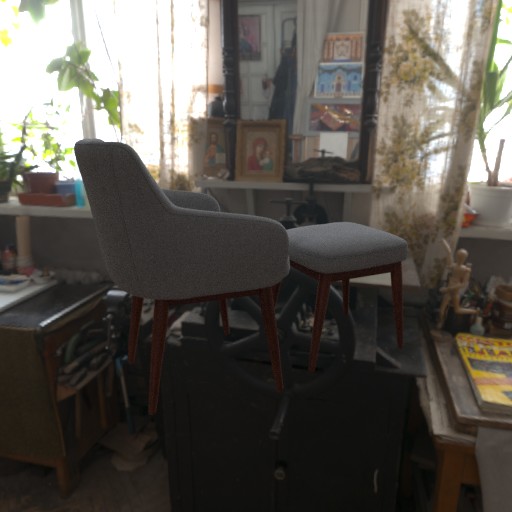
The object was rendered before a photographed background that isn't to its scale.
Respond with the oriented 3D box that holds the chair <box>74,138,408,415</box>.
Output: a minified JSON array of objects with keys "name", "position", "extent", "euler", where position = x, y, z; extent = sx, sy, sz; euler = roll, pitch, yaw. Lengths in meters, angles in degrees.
[{"name":"chair","position":[0.000,0.000,1.550],"extent":[1.107,0.799,0.584],"euler":[-8,18,-25]}]
